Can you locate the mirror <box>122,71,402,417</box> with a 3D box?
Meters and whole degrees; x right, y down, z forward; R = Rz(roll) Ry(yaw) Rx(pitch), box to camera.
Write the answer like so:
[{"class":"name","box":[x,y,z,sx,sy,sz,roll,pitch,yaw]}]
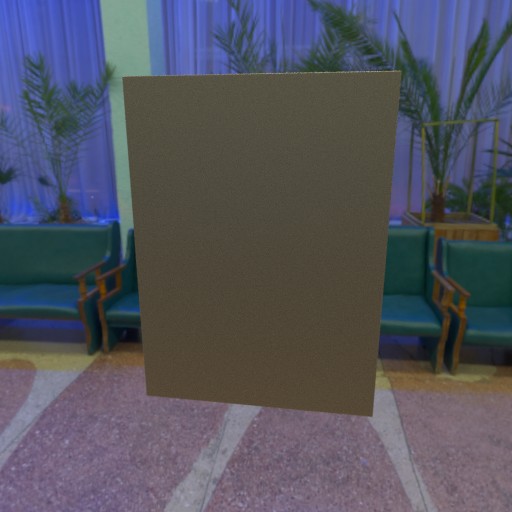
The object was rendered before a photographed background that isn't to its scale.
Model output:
[{"class":"mirror","box":[0.000,0.000,1.341,0.756,1.023,0.032,2,16,9]}]
